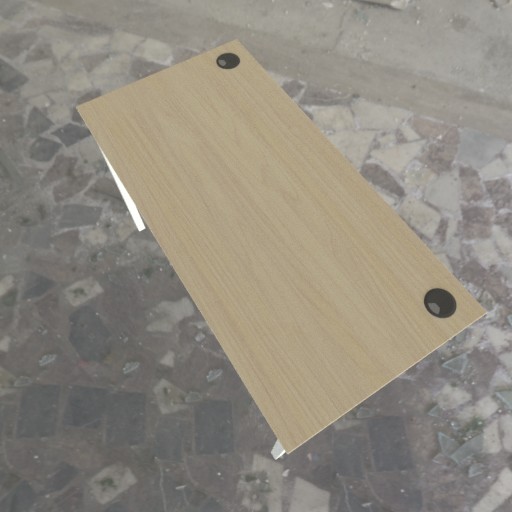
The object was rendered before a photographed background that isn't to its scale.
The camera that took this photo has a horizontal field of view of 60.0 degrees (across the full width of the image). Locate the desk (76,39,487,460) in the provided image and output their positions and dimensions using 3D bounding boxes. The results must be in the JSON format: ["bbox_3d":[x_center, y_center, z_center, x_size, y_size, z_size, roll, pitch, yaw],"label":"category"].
[{"bbox_3d":[0.000,0.000,1.588,0.600,0.750,1.200,-30,67,-14],"label":"desk"}]
